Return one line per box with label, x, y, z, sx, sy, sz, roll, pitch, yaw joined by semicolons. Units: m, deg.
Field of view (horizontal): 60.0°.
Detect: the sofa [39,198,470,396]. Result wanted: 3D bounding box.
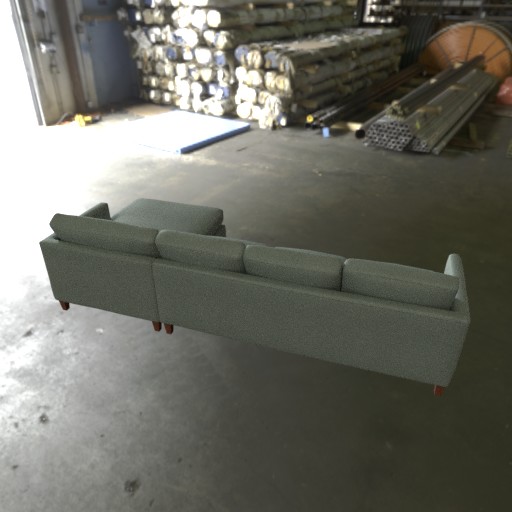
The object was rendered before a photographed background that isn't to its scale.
sofa;0.000;0.000;4.104;3.471;0.950;1.604;9;32;15
